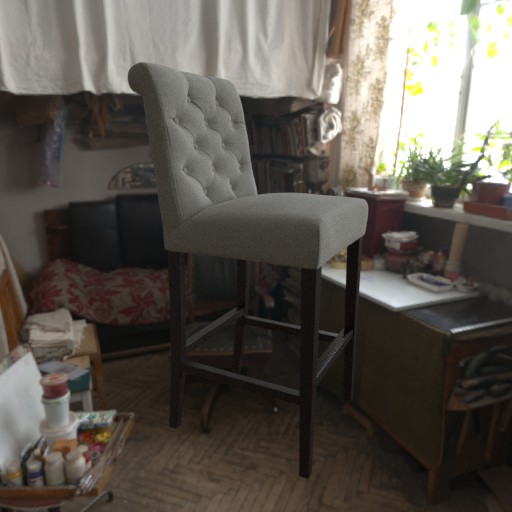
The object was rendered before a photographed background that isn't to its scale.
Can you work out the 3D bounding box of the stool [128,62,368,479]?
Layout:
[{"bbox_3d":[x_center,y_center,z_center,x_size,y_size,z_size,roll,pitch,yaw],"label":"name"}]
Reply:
[{"bbox_3d":[0.000,0.000,1.431,0.601,1.140,0.493,8,17,27],"label":"stool"}]
